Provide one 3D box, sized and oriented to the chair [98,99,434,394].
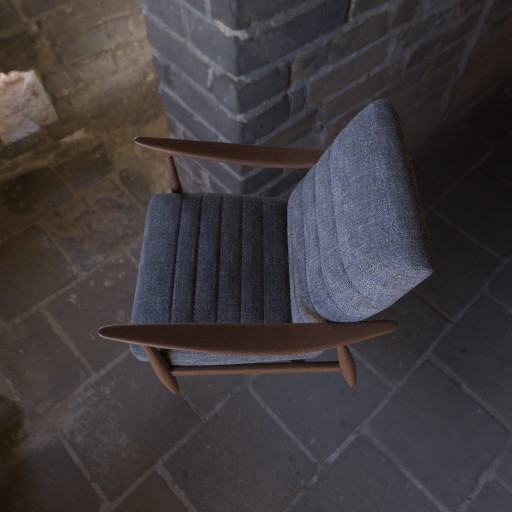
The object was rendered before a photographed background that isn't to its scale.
[{"bbox_3d":[0.000,0.000,1.440,0.798,0.832,0.741,0,59,0],"label":"chair"}]
